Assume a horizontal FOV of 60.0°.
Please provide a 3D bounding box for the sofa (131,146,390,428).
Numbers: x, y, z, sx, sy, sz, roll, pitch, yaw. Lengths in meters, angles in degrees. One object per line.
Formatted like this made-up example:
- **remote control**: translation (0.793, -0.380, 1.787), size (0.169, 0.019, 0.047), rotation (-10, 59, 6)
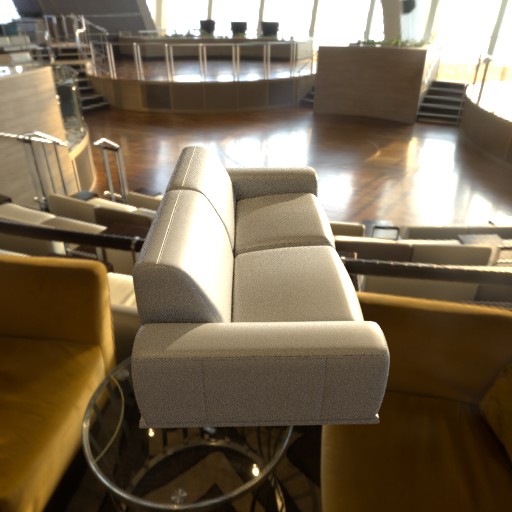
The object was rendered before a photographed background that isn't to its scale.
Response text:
- **sofa**: translation (0.000, 0.000, 2.331), size (0.900, 0.772, 1.901), rotation (-1, 30, -1)
